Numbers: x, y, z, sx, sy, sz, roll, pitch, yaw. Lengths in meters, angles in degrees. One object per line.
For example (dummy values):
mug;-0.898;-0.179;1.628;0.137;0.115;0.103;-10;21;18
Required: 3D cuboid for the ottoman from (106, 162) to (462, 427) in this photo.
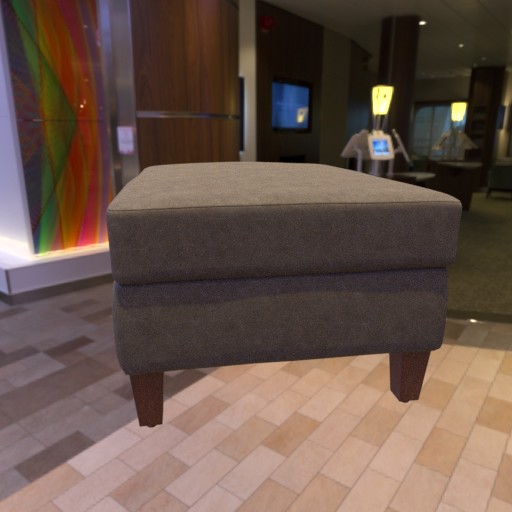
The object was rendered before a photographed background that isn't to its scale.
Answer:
ottoman;0.000;0.000;1.185;0.639;0.464;0.839;-2;16;-9
